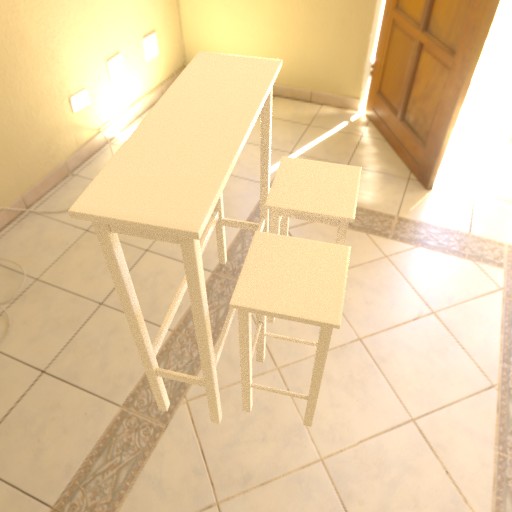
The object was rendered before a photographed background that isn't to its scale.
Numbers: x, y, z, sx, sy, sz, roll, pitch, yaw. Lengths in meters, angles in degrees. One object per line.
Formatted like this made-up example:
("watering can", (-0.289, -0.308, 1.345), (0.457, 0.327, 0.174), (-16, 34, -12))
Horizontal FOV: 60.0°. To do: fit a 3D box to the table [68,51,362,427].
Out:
("table", (0.000, 0.000, 1.635), (0.650, 1.065, 0.915), (10, 47, 9))
